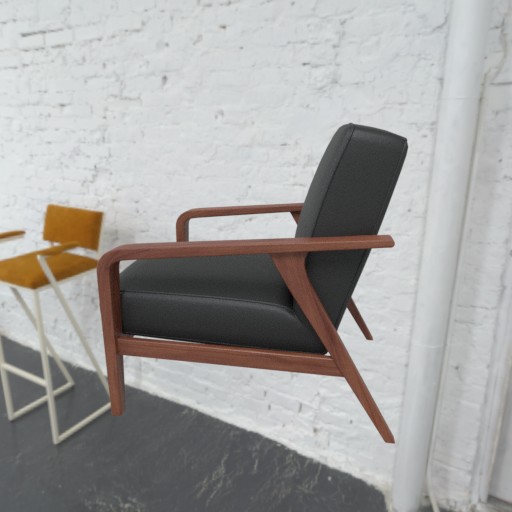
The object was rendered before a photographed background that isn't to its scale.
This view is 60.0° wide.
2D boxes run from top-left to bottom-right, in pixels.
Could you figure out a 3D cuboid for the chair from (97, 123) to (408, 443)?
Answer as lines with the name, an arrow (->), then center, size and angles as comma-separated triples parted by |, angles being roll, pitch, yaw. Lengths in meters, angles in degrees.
chair -> 0.000, 0.000, 1.508 | 0.889, 0.861, 0.719 | 2, 15, 9
